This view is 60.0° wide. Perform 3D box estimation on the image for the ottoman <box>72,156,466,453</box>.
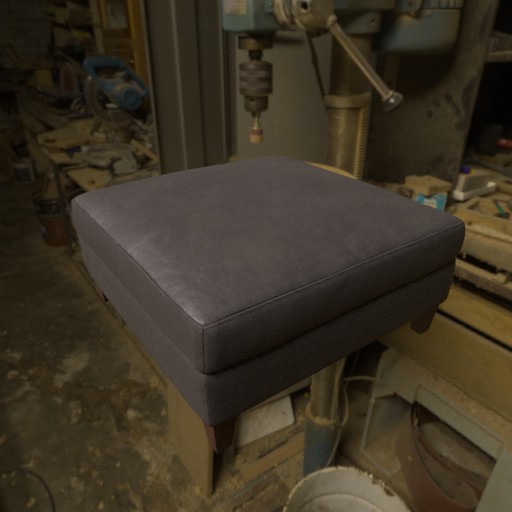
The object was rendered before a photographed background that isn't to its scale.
[{"bbox_3d":[0.000,0.000,1.327,0.836,0.415,0.844,-18,33,-31],"label":"ottoman"}]
